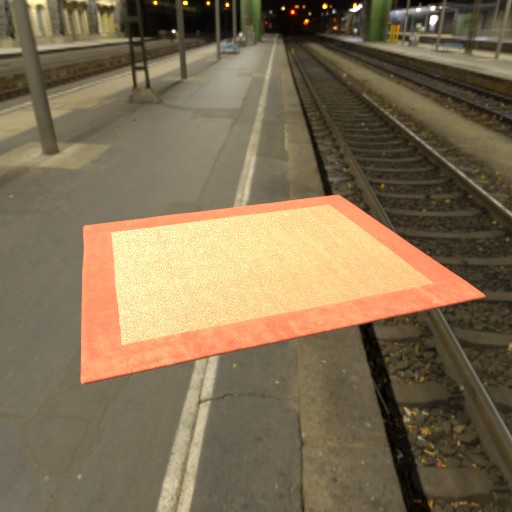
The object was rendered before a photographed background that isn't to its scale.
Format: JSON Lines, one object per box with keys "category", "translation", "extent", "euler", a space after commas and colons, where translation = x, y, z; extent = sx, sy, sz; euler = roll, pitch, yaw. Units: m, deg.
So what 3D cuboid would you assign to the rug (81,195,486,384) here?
{"category": "rug", "translation": [0.000, 0.000, 4.020], "extent": [2.976, 0.018, 2.430], "euler": [-9, 29, -16]}
